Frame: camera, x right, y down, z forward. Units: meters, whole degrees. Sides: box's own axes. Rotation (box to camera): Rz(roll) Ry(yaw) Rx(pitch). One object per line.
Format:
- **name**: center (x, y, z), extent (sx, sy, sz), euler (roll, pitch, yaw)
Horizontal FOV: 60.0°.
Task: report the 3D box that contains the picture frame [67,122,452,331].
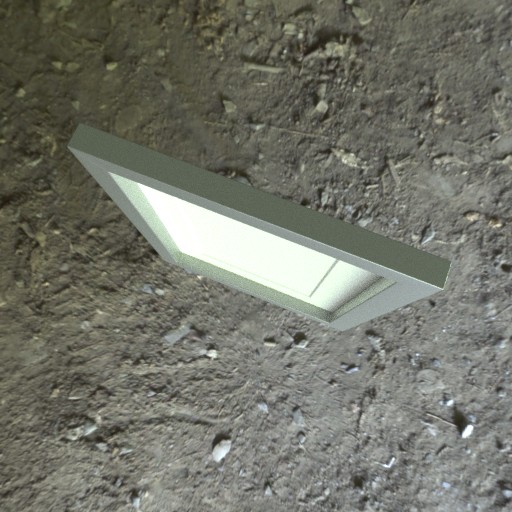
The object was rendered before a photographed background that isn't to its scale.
- **picture frame**: center (0.000, 0.000, 0.526), extent (0.307, 0.386, 0.036), euler (21, 77, 5)
